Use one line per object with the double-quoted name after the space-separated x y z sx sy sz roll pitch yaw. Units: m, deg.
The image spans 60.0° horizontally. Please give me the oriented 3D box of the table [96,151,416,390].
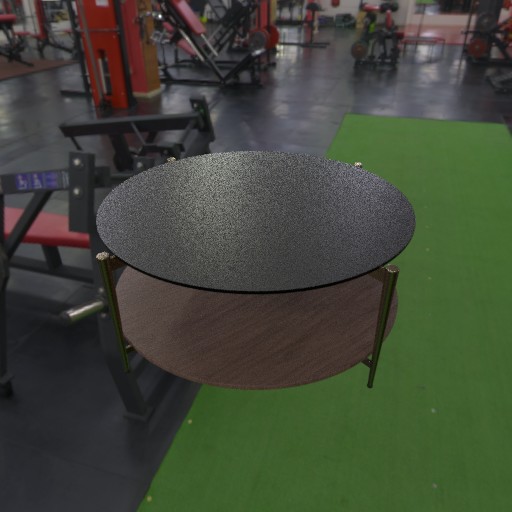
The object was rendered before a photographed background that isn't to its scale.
0.000 0.000 1.465 0.938 0.400 0.938 11 33 17 "table"
